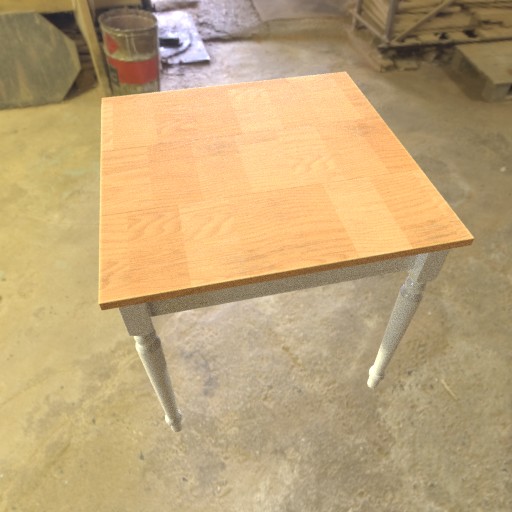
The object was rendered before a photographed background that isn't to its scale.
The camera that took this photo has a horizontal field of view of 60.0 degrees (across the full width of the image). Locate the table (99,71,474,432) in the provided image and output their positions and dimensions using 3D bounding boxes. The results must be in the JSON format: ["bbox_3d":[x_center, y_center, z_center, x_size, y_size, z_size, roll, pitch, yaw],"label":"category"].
[{"bbox_3d":[0.000,0.000,1.366,0.747,0.738,0.747,-10,49,-8],"label":"table"}]
